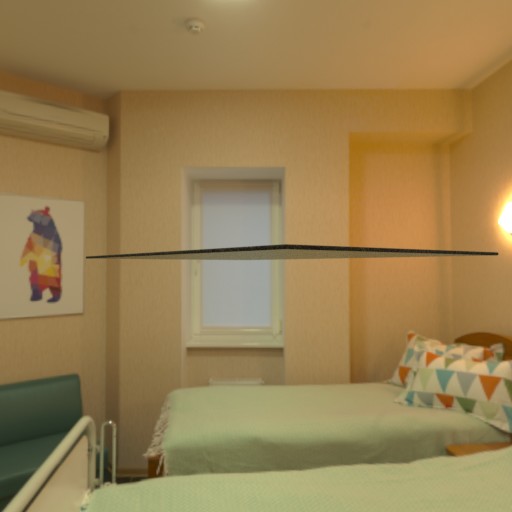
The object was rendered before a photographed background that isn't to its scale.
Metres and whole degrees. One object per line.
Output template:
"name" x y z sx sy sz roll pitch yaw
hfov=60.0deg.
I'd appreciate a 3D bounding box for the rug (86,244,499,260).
"rug" 0.000 0.000 2.844 1.478 0.017 2.330 1 -2 -36
